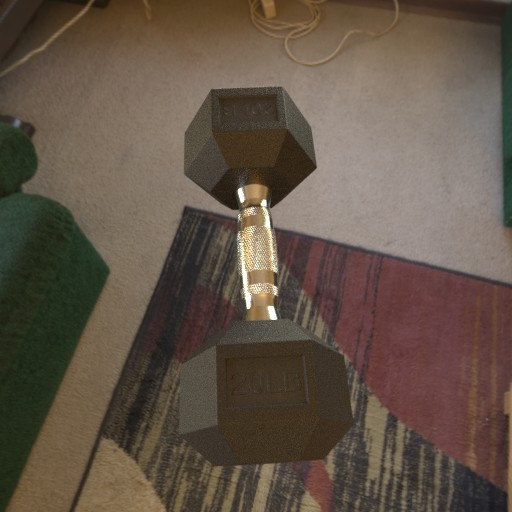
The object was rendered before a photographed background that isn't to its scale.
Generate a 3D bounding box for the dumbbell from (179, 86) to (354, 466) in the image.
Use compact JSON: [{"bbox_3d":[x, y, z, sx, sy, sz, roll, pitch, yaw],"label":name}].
[{"bbox_3d":[0.000,0.000,0.350,0.116,0.101,0.297,-3,64,-1],"label":"dumbbell"}]
